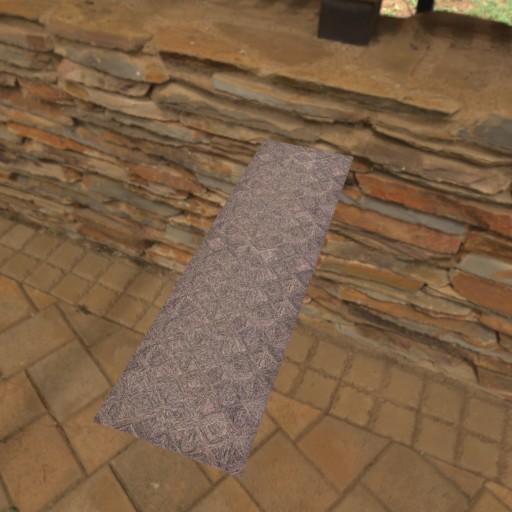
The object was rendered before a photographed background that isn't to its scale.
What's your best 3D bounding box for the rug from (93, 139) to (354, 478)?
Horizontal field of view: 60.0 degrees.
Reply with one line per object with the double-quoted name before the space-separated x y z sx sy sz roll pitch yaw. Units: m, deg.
"rug" 0.000 0.000 2.567 0.691 0.011 2.296 15 50 13
